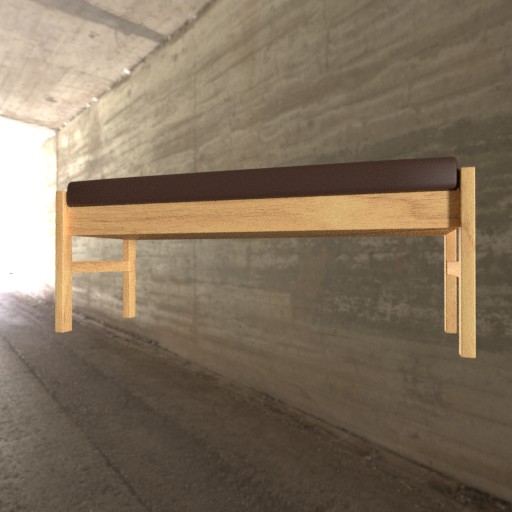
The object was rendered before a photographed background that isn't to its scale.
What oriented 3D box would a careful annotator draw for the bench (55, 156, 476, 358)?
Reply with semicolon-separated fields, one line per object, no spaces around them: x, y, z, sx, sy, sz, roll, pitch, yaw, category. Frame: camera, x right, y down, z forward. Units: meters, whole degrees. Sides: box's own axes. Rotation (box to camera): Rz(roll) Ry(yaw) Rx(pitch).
0.000;0.000;1.405;1.200;0.480;0.405;0;0;18;bench
